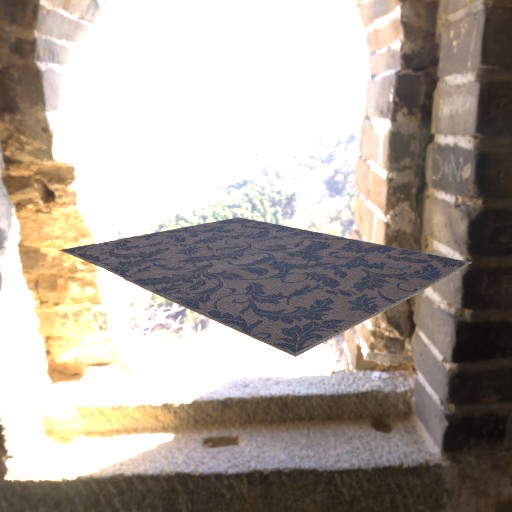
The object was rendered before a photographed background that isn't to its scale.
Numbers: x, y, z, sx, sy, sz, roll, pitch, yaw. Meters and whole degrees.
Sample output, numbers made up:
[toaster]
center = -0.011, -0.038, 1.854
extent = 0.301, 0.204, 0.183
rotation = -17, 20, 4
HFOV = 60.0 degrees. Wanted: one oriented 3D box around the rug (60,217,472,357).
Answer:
[rug]
center = 0.000, 0.000, 4.052
extent = 2.977, 0.008, 2.380
rotation = 15, 22, 43
